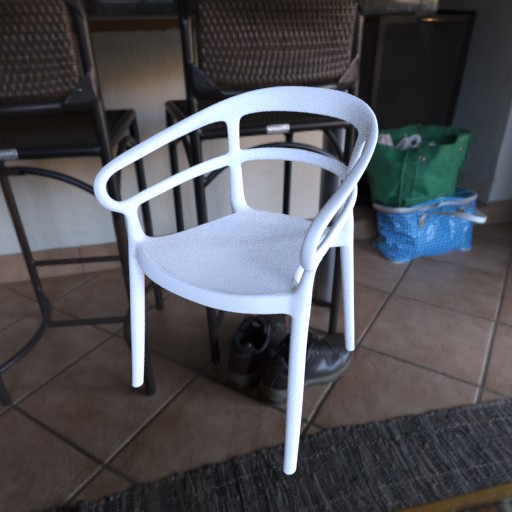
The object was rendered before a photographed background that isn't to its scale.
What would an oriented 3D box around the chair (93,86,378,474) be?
[{"bbox_3d":[0.000,0.000,1.134,0.559,0.761,0.527,17,32,29],"label":"chair"}]
